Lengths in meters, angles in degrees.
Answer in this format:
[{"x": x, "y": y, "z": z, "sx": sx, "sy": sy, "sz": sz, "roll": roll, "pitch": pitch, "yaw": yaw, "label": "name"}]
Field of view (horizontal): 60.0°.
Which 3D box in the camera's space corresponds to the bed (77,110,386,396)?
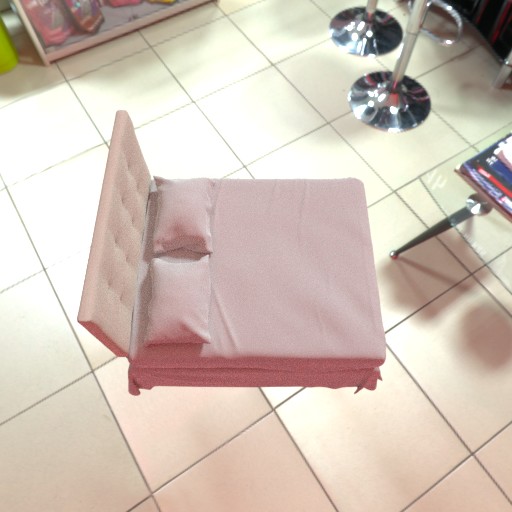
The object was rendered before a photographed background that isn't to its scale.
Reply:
[{"x": 0.000, "y": 0.000, "z": 3.578, "sx": 2.222, "sy": 1.577, "sz": 1.936, "roll": 0, "pitch": 63, "yaw": 0, "label": "bed"}]
